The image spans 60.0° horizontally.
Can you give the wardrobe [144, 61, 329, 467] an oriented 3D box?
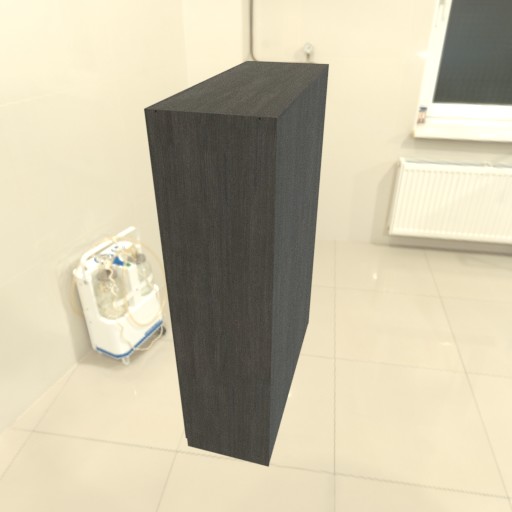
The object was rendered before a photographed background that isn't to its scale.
[{"bbox_3d":[0.000,0.000,2.567,0.510,1.910,1.290,8,32,13],"label":"wardrobe"}]
